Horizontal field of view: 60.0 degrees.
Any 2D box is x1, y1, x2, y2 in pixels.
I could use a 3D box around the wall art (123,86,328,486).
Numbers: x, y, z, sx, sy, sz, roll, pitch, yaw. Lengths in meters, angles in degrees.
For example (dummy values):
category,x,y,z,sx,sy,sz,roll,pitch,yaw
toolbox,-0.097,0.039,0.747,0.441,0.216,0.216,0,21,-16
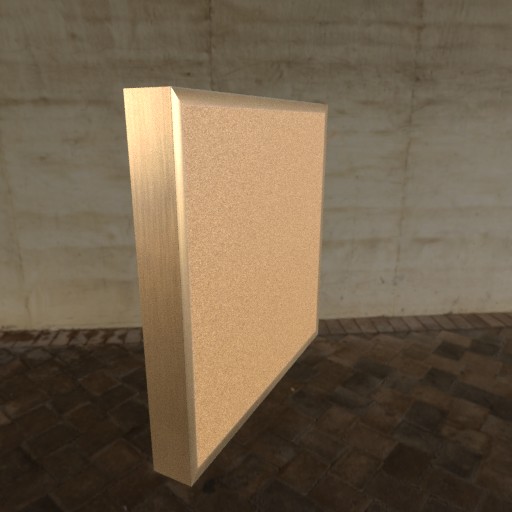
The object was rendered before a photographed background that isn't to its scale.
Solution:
category,x,y,z,sx,sy,sz,roll,pitch,yaw
wall art,0.000,0.000,0.453,0.038,0.303,0.305,8,19,26
